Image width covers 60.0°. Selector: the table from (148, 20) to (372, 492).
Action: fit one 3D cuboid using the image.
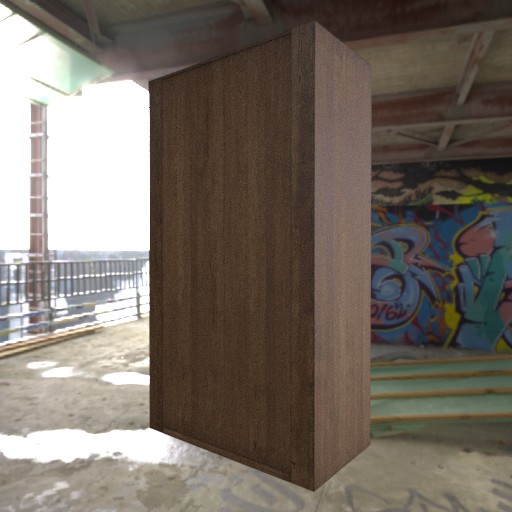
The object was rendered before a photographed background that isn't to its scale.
[{"bbox_3d":[0.000,0.000,2.453,1.100,2.000,0.600,1,1,38],"label":"table"}]
